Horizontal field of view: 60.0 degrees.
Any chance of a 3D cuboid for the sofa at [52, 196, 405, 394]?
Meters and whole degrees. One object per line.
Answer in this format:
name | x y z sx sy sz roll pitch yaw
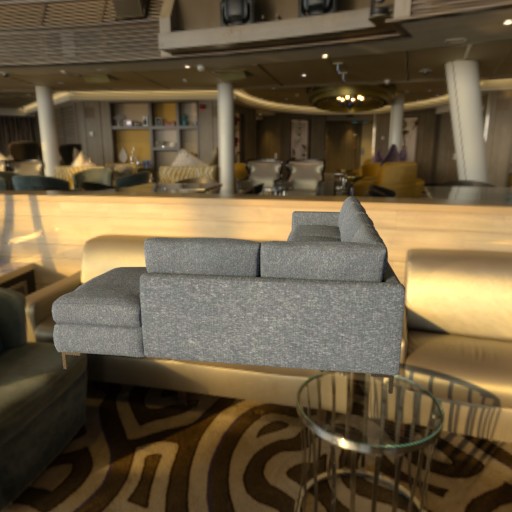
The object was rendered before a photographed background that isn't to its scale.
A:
sofa | 0.000 0.000 3.841 2.007 0.815 2.949 2 13 9
